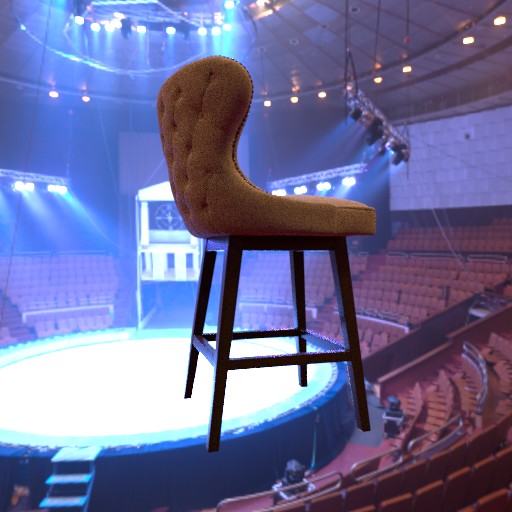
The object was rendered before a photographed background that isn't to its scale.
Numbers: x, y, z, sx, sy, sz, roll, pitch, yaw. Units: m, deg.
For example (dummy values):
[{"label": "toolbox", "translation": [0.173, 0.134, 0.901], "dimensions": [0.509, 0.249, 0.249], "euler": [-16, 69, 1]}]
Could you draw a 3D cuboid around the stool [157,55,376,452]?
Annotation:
[{"label": "stool", "translation": [0.000, 0.000, 1.366], "dimensions": [0.597, 0.972, 0.615], "euler": [0, 0, -17]}]
